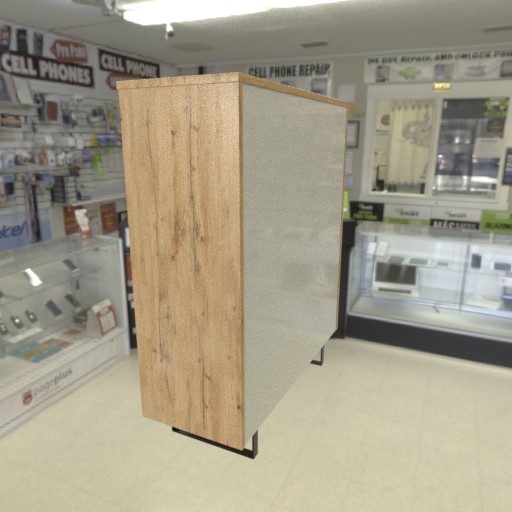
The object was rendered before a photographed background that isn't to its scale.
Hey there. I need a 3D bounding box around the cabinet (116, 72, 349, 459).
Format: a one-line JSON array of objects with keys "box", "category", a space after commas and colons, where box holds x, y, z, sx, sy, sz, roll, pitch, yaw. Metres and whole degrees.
[{"box": [0.000, 0.000, 2.029, 0.473, 1.397, 1.168, 7, 16, 26], "category": "cabinet"}]
